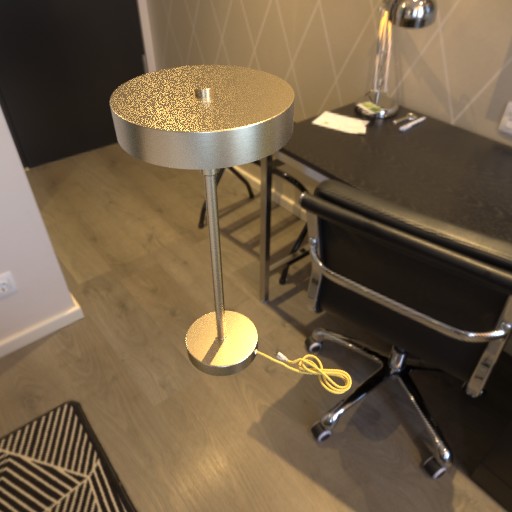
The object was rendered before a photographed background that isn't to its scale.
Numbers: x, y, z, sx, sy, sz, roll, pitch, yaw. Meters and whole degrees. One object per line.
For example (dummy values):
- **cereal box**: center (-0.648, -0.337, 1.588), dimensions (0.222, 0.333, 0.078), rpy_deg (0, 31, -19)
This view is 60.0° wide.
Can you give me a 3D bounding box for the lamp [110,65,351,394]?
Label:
- **lamp**: center (0.000, 0.000, 0.694), dimensions (0.369, 0.508, 0.229), rpy_deg (14, 42, 16)
